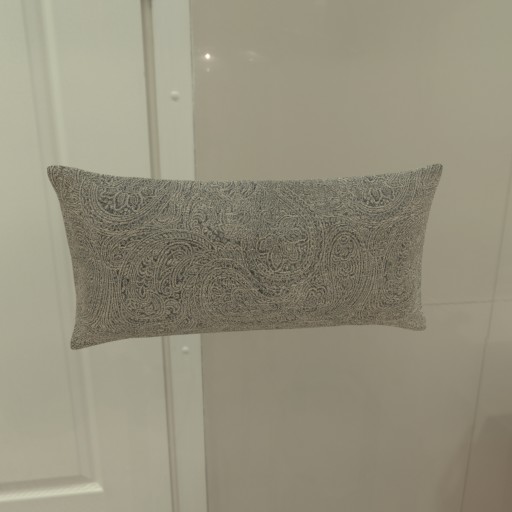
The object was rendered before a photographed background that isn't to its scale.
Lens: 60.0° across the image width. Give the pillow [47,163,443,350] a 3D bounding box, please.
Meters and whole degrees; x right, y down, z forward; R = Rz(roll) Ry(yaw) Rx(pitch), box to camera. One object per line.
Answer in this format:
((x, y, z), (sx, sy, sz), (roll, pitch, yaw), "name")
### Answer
((0.000, 0.000, 0.723), (0.615, 0.295, 0.151), (-2, 15, -7), "pillow")
